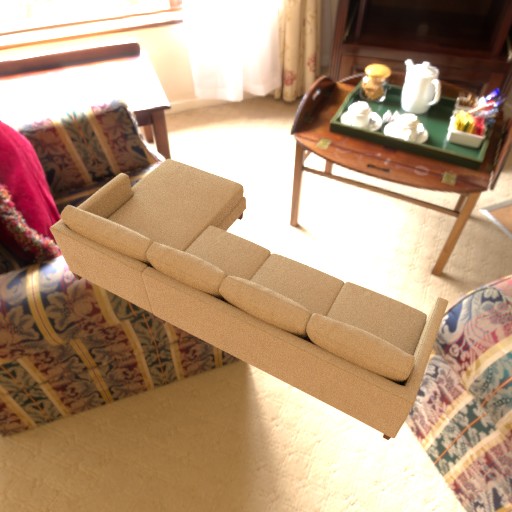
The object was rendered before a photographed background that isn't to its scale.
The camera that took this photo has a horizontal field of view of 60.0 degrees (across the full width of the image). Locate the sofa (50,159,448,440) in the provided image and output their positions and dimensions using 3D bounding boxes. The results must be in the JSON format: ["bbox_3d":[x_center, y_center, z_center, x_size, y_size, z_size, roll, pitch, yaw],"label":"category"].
[{"bbox_3d":[0.000,0.000,3.922,3.186,0.846,1.625,23,51,20],"label":"sofa"}]
